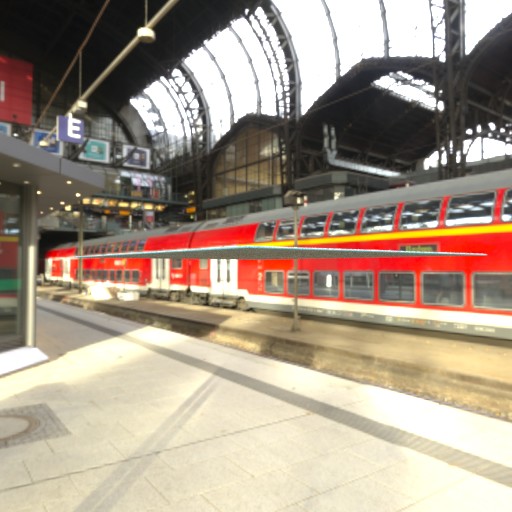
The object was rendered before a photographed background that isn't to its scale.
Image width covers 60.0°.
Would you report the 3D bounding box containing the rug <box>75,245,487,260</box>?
[{"bbox_3d":[0.000,0.000,4.001,2.363,0.012,2.980,1,-2,-37],"label":"rug"}]
